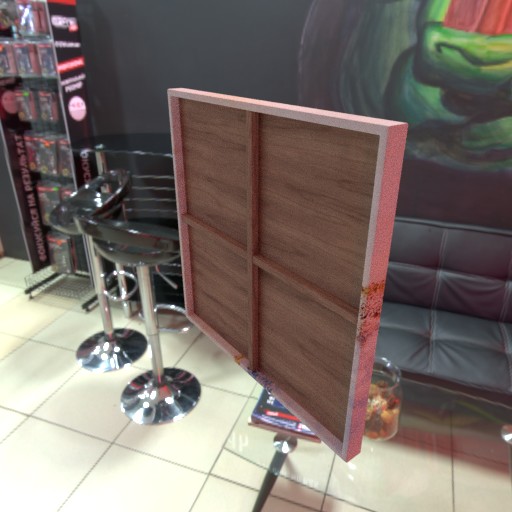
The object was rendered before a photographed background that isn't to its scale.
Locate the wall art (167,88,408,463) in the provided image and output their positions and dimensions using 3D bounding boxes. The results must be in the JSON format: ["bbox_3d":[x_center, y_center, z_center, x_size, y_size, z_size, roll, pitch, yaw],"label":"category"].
[{"bbox_3d":[0.000,0.000,1.601,0.071,1.061,1.061,-18,31,-33],"label":"wall art"}]
